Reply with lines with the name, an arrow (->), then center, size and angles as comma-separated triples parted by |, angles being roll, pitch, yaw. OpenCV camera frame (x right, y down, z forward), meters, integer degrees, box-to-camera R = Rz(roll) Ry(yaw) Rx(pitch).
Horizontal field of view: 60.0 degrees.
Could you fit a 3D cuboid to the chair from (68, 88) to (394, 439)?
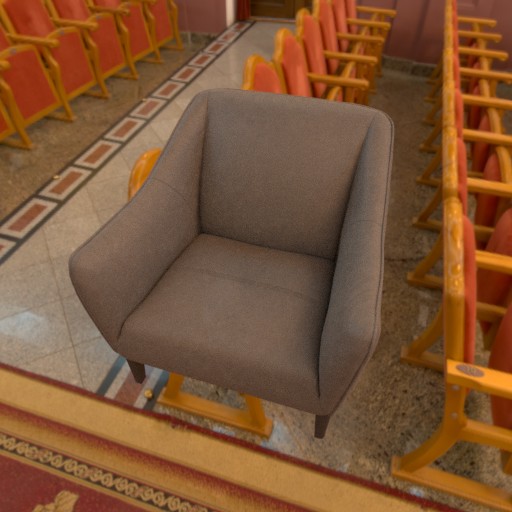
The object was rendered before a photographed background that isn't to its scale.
chair -> 0.000, 0.000, 1.542 | 0.871, 0.830, 0.852 | 12, 43, 14
